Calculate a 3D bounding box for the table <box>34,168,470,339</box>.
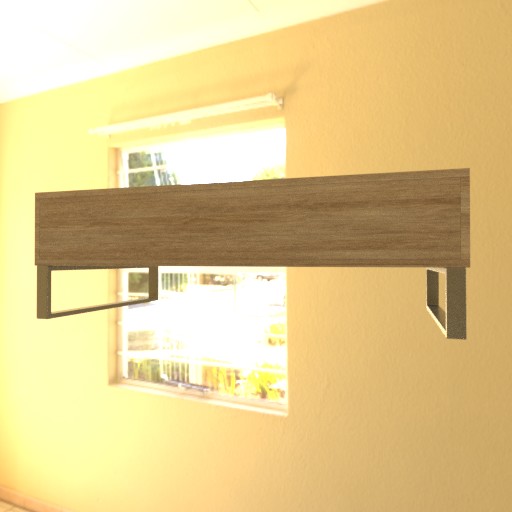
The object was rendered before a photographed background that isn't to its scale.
[{"bbox_3d":[0.000,0.000,1.351,1.100,0.350,0.600,0,-1,17],"label":"table"}]
